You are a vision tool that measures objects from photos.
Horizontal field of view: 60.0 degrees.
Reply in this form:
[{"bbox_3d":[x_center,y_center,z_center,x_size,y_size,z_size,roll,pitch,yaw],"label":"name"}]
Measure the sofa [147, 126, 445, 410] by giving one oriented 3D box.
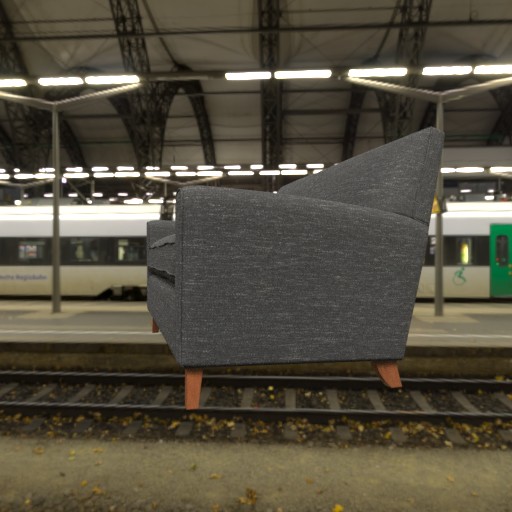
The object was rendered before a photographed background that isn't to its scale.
[{"bbox_3d":[0.000,0.000,1.957,0.875,0.846,1.420,0,0,-17],"label":"sofa"}]
